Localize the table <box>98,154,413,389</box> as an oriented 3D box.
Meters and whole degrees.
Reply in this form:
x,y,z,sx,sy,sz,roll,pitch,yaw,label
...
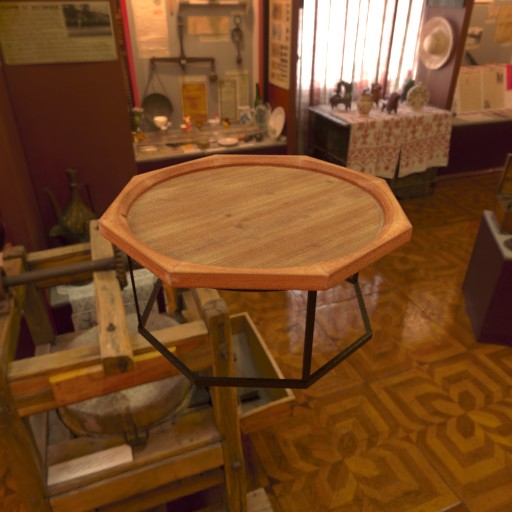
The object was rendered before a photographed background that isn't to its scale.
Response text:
x,y,z,sx,sy,sz,roll,pitch,yaw,label
0.000,0.000,1.577,1.002,0.444,1.002,0,30,0,table
